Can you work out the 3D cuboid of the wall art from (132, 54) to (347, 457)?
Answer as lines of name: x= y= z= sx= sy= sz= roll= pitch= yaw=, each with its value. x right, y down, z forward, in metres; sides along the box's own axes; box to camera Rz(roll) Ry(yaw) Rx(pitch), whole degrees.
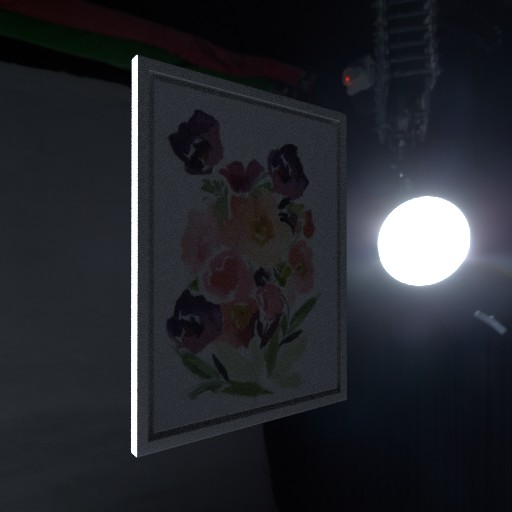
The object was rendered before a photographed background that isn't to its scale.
wall art: x=0.000 y=0.000 z=1.416 sx=0.805 sy=1.056 sz=0.042 roll=0 pitch=0 yaw=-36
